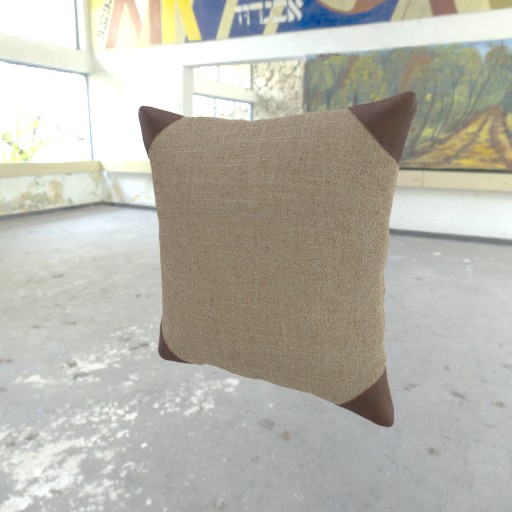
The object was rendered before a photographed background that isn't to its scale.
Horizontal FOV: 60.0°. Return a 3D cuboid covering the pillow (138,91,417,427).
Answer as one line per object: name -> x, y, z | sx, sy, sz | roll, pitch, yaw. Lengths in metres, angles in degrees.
pillow -> 0.000, 0.000, 0.667 | 0.437, 0.448, 0.147 | 7, 16, 27
